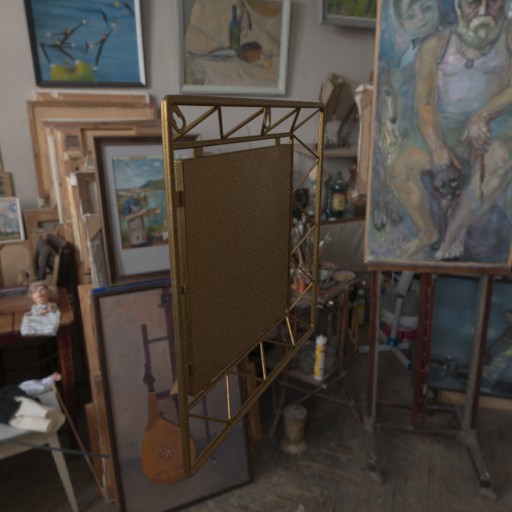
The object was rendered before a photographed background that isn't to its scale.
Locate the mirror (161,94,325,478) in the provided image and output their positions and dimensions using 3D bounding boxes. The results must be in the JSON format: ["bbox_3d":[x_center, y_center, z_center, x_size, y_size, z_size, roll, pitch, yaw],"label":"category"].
[{"bbox_3d":[0.000,0.000,0.622,0.046,0.414,0.416,9,20,26],"label":"mirror"}]
